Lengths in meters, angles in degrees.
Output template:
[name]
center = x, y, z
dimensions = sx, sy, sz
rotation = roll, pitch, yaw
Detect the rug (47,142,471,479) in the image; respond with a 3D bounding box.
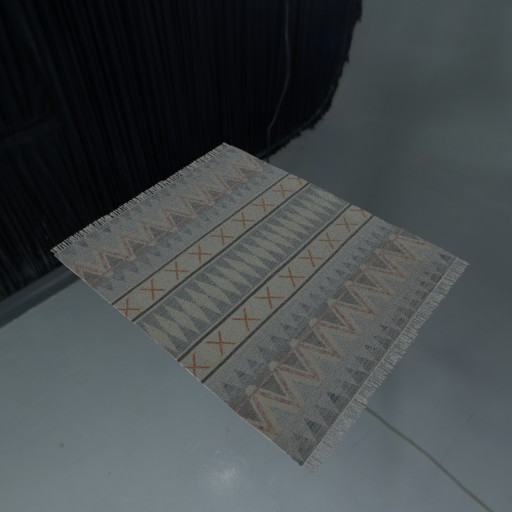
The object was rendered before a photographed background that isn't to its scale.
[rug]
center = 0.000, 0.000, 3.968
dimensions = 3.000, 0.012, 2.371
rotation = 32, 54, 27
